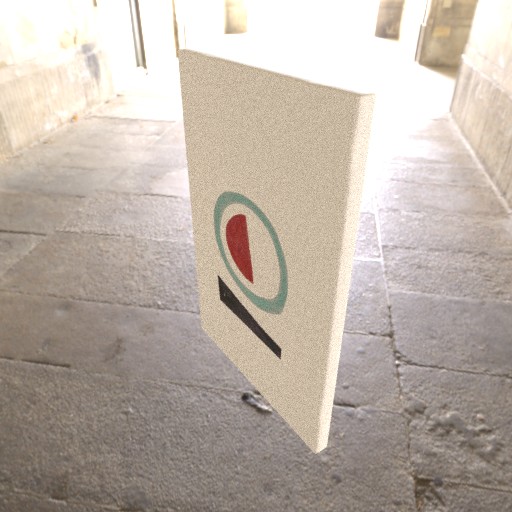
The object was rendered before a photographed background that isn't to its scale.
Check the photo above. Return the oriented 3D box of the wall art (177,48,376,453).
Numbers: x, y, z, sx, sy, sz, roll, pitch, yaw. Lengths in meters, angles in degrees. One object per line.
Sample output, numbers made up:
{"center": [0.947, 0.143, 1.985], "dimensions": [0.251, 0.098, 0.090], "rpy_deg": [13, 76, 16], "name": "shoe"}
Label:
{"center": [0.000, 0.000, 1.130], "dimensions": [0.048, 0.902, 0.602], "rpy_deg": [-21, 38, -29], "name": "wall art"}
